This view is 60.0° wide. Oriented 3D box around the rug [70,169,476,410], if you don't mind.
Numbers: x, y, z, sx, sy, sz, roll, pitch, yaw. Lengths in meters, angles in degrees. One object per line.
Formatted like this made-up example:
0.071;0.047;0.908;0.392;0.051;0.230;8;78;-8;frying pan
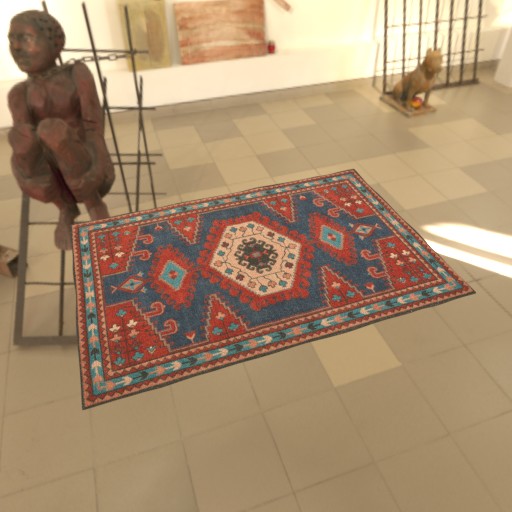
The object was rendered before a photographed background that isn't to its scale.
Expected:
0.000;0.000;2.317;1.820;0.012;1.207;-13;44;-14;rug
